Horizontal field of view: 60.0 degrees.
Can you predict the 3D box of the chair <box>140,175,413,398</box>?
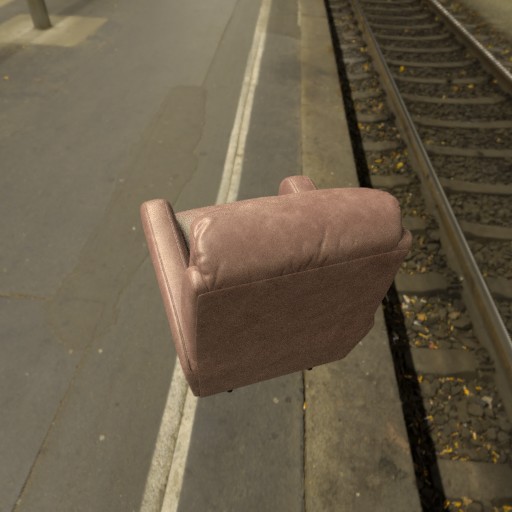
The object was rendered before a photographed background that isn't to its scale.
[{"bbox_3d":[0.000,0.000,1.874,0.865,1.067,1.067,-12,43,-13],"label":"chair"}]
